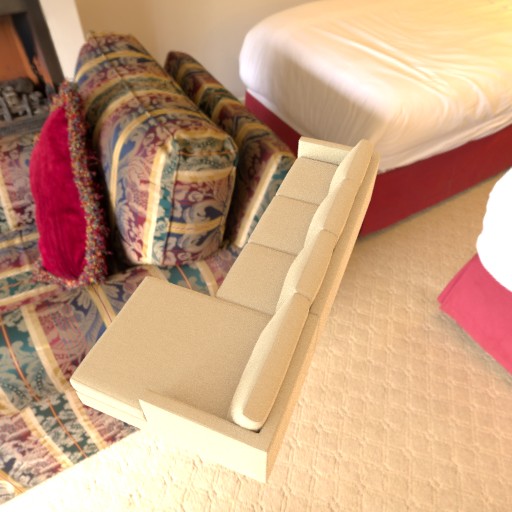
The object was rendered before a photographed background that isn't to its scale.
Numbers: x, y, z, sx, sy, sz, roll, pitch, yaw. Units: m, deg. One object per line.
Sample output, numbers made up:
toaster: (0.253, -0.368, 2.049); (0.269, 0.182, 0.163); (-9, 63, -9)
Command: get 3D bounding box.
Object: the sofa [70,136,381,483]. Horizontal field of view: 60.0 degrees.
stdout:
sofa: (0.000, 0.000, 4.173); (1.599, 0.954, 3.471); (17, 49, 15)
